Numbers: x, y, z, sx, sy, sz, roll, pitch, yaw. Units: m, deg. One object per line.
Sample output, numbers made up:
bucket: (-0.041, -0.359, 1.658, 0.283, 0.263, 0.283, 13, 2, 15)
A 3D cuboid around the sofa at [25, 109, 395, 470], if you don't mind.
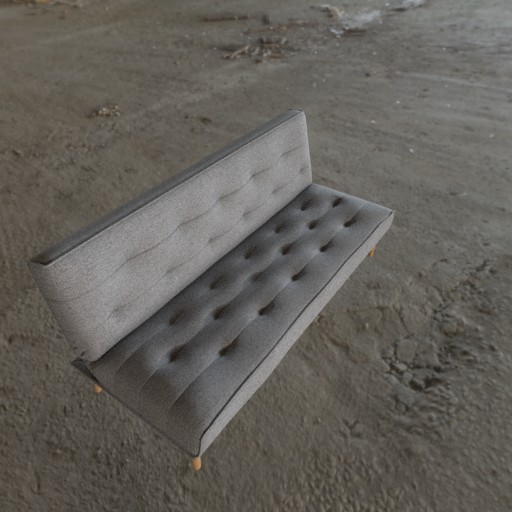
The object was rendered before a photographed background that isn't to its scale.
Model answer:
sofa: (0.000, 0.000, 2.257, 0.810, 0.830, 1.820, 24, 45, 27)
